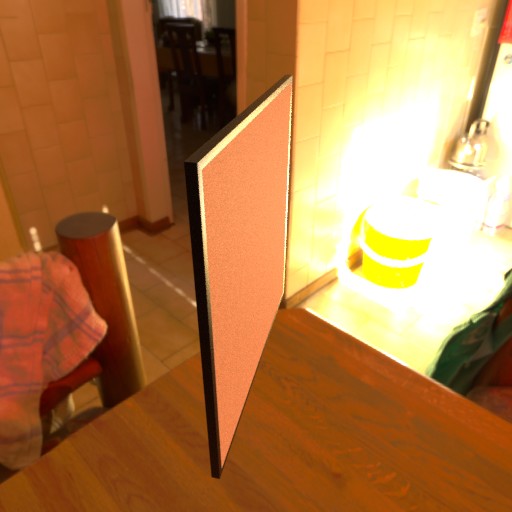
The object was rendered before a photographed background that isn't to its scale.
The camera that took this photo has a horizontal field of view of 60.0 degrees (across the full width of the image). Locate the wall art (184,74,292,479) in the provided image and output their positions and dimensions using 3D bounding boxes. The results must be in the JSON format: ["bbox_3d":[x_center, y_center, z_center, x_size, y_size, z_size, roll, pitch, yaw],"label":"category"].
[{"bbox_3d":[0.000,0.000,0.690,0.012,0.458,0.457,8,32,12],"label":"wall art"}]
